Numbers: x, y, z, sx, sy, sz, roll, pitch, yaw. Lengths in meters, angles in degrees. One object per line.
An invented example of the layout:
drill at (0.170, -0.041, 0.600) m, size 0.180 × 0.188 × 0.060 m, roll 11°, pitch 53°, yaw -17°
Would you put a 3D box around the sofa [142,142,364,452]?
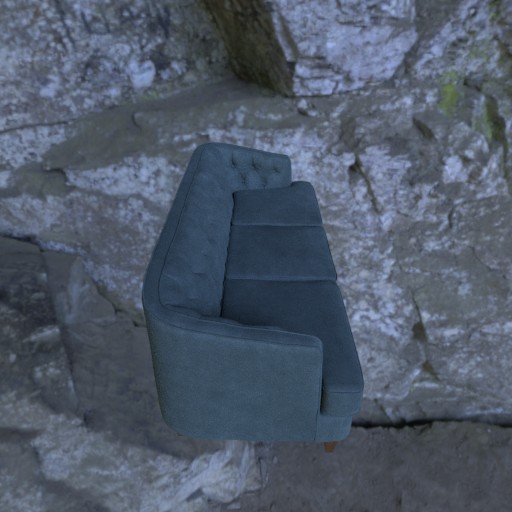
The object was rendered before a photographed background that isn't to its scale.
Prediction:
sofa at (0.000, 0.000, 2.776) m, size 0.941 × 0.855 × 2.278 m, roll 0°, pitch 31°, yaw 0°
